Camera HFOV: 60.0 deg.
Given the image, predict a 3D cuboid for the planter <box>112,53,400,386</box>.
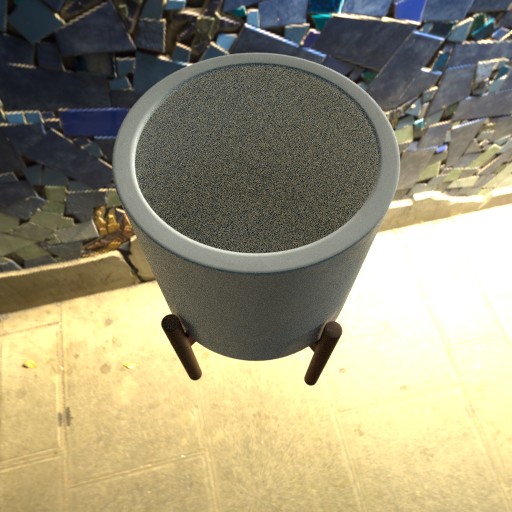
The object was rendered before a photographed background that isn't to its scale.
[{"bbox_3d":[0.000,0.000,0.941,0.417,0.670,0.417,1,61,1],"label":"planter"}]
